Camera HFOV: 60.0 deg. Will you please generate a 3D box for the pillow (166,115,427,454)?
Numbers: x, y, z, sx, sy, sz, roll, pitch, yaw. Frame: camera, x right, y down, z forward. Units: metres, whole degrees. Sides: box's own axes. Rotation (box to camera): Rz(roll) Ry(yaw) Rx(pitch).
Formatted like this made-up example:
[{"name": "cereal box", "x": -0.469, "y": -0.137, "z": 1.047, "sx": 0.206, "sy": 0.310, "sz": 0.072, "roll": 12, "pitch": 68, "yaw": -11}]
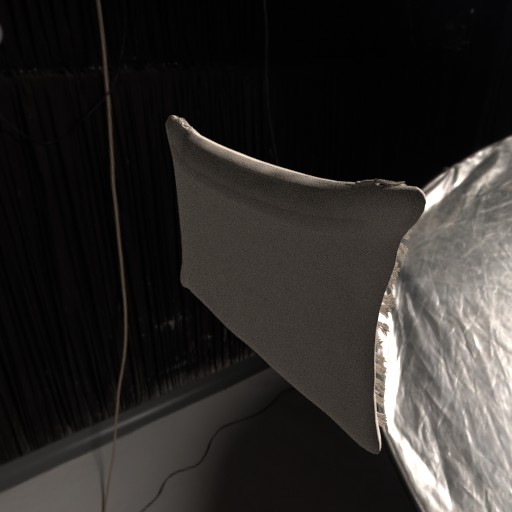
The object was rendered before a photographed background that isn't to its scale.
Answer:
[{"name": "pillow", "x": 0.000, "y": 0.000, "z": 0.584, "sx": 0.084, "sy": 0.305, "sz": 0.466, "roll": -17, "pitch": 31, "yaw": -31}]
